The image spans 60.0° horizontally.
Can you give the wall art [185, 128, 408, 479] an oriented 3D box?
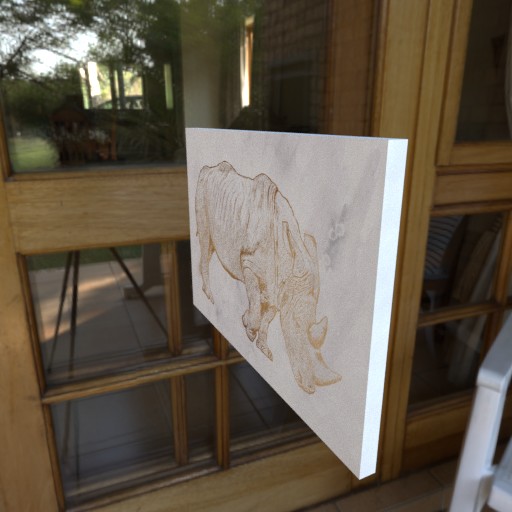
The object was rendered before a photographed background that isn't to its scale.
[{"bbox_3d":[0.000,0.000,1.128,0.038,0.610,0.915,-9,19,-26],"label":"wall art"}]
